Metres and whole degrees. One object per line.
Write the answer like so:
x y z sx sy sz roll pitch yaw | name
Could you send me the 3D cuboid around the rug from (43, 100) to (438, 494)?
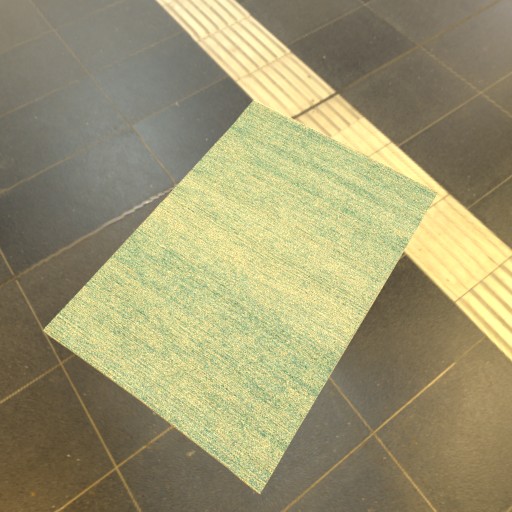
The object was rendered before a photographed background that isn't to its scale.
0.000 0.000 2.930 1.593 0.029 2.305 31 68 14 | rug
